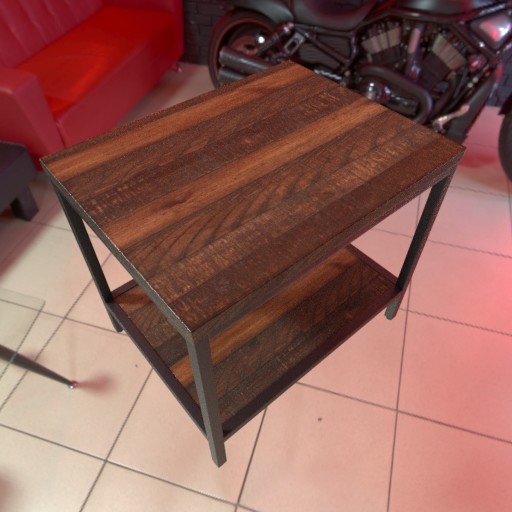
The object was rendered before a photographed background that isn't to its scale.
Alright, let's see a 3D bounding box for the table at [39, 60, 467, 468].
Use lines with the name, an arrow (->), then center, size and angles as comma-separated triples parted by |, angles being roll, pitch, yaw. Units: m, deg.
table -> 0.000, 0.000, 1.111 | 0.678, 0.612, 0.524 | -32, 55, -26
